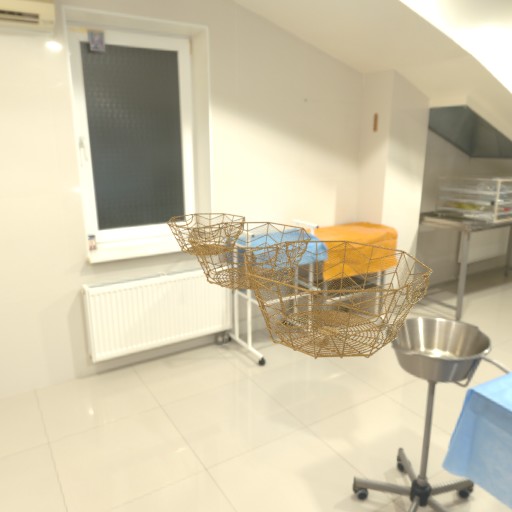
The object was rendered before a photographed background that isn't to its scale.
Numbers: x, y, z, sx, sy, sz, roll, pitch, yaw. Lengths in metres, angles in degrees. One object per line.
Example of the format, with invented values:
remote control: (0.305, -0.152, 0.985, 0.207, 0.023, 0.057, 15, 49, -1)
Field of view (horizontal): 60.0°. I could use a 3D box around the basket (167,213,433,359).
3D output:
basket: (0.000, 0.000, 1.392, 0.432, 0.178, 1.245, -7, 17, -24)
